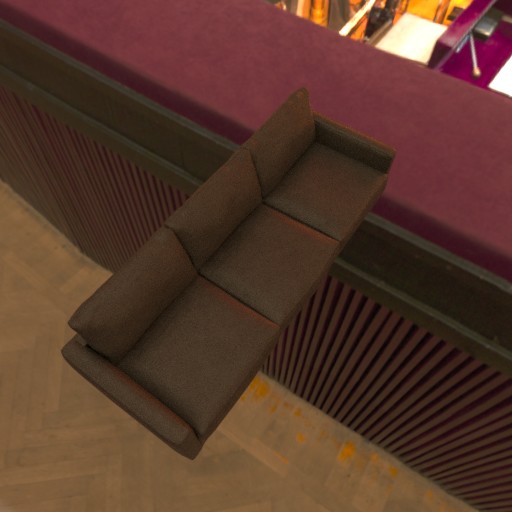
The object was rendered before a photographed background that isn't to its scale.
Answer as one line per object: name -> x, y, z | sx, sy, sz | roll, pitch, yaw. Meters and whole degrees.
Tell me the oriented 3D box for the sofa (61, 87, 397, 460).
sofa -> 0.000, 0.000, 2.430 | 0.748, 0.805, 2.029 | 31, 63, 17
